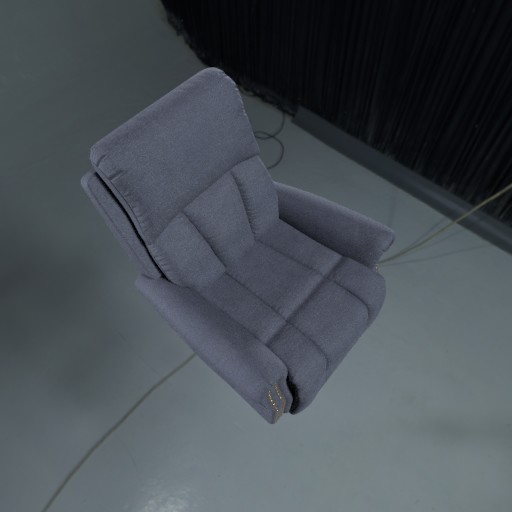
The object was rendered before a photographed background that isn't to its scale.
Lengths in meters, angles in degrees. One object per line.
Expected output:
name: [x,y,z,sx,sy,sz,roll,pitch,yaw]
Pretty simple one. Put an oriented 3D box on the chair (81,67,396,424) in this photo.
chair: [0.000,0.000,1.757,0.979,1.031,0.871,36,64,20]
